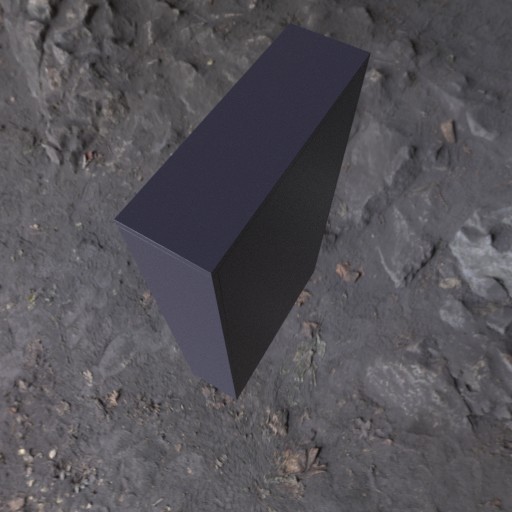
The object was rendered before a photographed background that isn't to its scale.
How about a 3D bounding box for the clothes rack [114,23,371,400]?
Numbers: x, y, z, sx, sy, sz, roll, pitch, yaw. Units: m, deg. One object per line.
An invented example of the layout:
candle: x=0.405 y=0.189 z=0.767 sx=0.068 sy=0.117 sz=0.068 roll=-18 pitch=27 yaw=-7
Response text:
clothes rack: x=0.000 y=0.000 z=1.598 sx=0.250 sy=1.280 sz=0.750 roll=28 pitch=65 yaw=14
